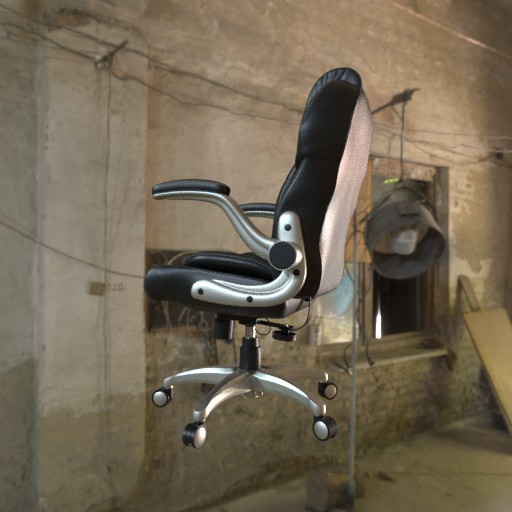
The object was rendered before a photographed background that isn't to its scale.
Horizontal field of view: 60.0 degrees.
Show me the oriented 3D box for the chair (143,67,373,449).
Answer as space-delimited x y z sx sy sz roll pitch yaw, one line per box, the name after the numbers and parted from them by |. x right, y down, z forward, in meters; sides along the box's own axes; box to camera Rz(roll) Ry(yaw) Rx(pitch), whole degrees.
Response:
0.000 0.000 1.606 0.801 1.141 0.724 0 0 20 | chair
